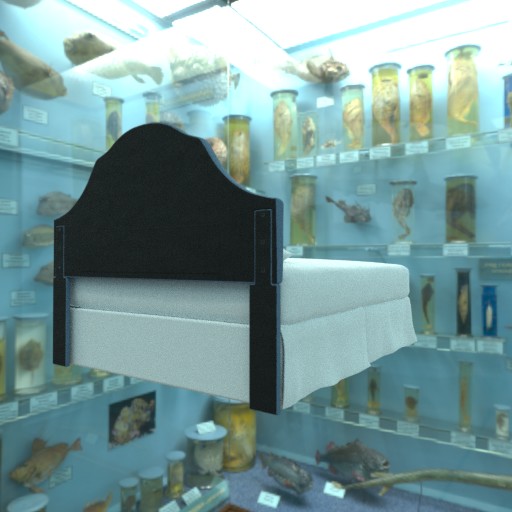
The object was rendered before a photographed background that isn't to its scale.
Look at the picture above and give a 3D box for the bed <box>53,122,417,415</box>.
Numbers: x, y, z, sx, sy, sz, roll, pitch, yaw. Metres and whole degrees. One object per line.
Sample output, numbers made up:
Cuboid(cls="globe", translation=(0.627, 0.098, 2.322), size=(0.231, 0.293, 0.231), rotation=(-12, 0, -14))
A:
Cuboid(cls="bed", translation=(0.000, 0.000, 3.756), size=(2.039, 1.617, 2.477), rotation=(-1, -1, 34))
